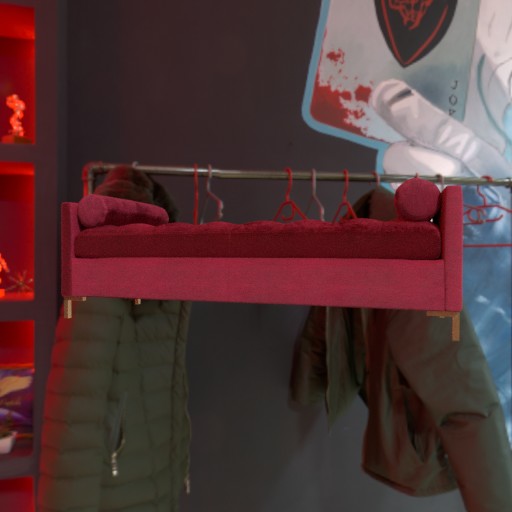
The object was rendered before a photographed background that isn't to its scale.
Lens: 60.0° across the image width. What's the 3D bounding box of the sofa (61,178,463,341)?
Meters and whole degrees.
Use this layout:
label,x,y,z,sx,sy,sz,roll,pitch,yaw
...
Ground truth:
label,x,y,z,sx,sy,sz,roll,pitch,yaw
sofa,0.000,0.000,2.540,2.102,0.705,0.796,0,1,19
